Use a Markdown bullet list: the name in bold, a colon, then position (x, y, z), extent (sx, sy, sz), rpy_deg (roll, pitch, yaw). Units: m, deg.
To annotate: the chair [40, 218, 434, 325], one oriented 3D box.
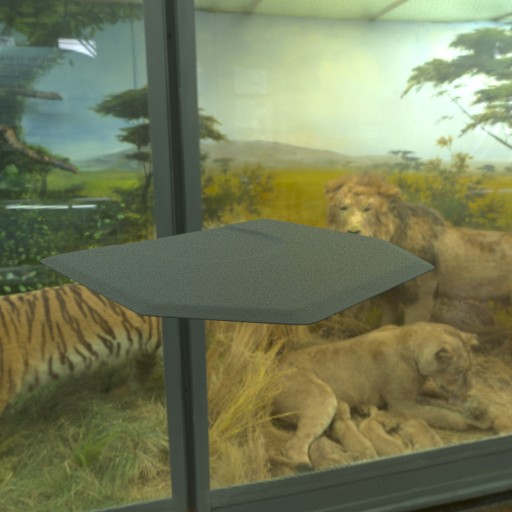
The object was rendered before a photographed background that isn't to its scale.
- **chair**: position (0.000, 0.000, 1.888), extent (1.372, 0.024, 1.219), rpy_deg (-14, 21, -43)
